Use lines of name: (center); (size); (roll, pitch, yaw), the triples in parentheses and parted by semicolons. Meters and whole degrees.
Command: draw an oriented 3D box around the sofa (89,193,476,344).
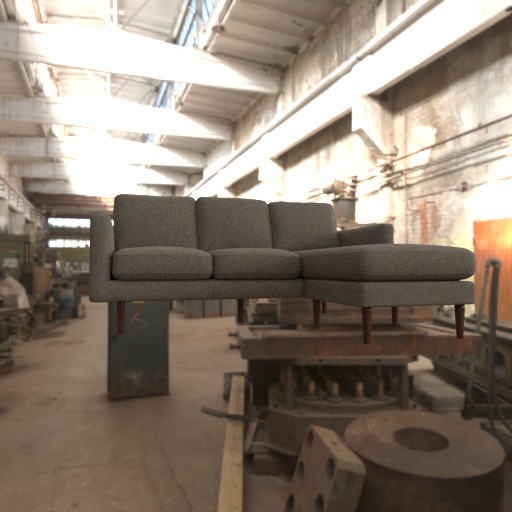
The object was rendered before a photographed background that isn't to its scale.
sofa: (0.000, 0.000, 2.916); (2.055, 0.957, 1.667); (0, -2, -17)
